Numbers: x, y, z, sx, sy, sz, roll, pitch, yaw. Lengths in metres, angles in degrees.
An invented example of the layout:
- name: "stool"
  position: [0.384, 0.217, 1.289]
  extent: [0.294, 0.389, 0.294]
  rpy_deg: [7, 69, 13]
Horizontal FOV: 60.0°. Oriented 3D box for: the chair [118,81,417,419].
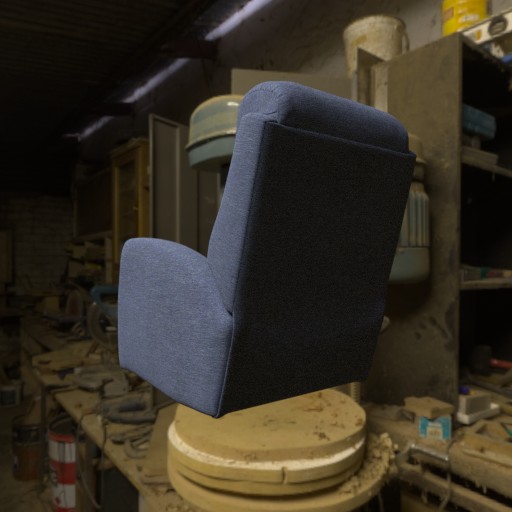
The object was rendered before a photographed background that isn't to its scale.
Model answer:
- name: "chair"
  position: [0.000, 0.000, 1.739]
  extent: [0.798, 1.013, 1.043]
  rpy_deg: [0, 0, -36]
